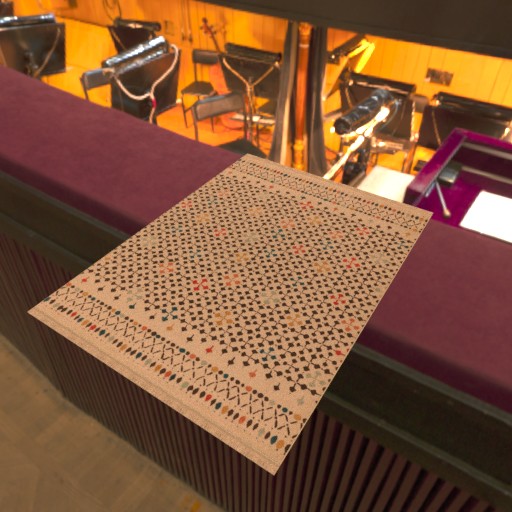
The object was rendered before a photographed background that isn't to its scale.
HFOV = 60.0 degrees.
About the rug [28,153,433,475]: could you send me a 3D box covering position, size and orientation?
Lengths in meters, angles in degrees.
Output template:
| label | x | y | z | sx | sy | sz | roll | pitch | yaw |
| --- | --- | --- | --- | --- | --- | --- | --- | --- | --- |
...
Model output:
| label | x | y | z | sx | sy | sz | roll | pitch | yaw |
| --- | --- | --- | --- | --- | --- | --- | --- | --- | --- |
| rug | 0.000 | 0.000 | 2.009 | 1.146 | 0.006 | 1.556 | 23 | 46 | 24 |
